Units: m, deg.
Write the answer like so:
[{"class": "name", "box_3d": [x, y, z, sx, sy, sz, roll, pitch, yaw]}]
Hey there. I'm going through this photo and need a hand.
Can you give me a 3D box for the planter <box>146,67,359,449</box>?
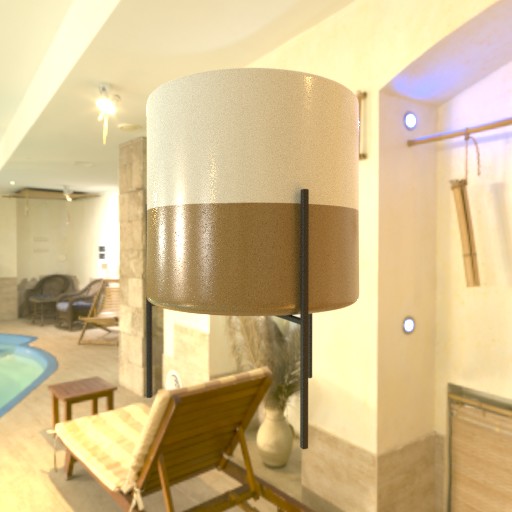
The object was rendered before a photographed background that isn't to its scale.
[{"class": "planter", "box_3d": [0.000, 0.000, 0.648, 0.310, 0.432, 0.310, -1, 1, -37]}]
